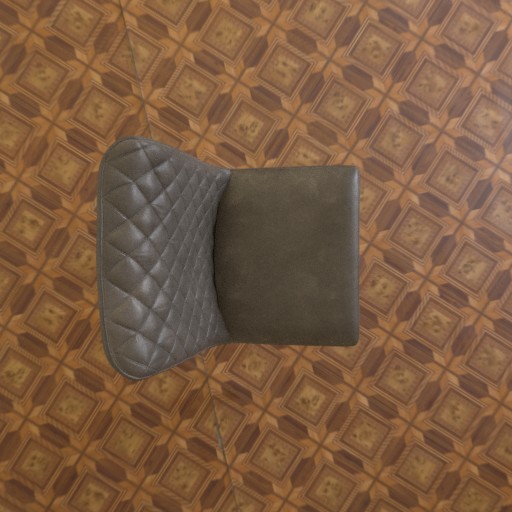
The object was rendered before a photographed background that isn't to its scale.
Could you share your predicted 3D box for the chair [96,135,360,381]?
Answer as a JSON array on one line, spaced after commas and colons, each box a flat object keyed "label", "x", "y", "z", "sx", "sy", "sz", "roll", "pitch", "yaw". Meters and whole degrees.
[{"label": "chair", "x": 0.000, "y": 0.000, "z": 1.239, "sx": 0.587, "sy": 0.889, "sz": 0.508, "roll": 0, "pitch": 91, "yaw": 0}]
